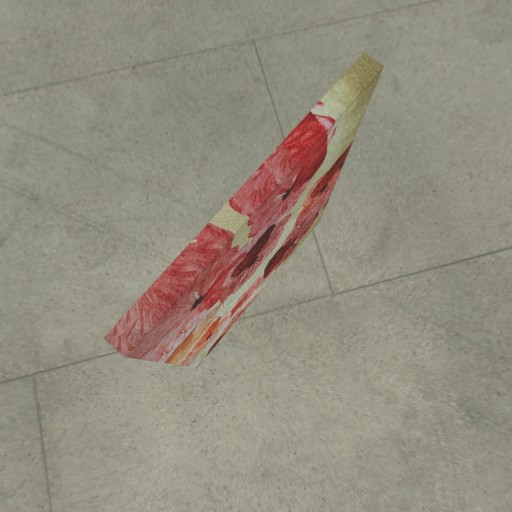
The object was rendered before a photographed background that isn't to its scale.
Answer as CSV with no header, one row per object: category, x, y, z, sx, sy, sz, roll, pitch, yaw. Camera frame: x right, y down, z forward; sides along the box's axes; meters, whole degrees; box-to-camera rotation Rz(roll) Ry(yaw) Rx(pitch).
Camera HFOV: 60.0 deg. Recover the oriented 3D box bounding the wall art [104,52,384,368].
wall art,0.000,0.000,0.691,0.028,0.508,0.406,39,78,10
